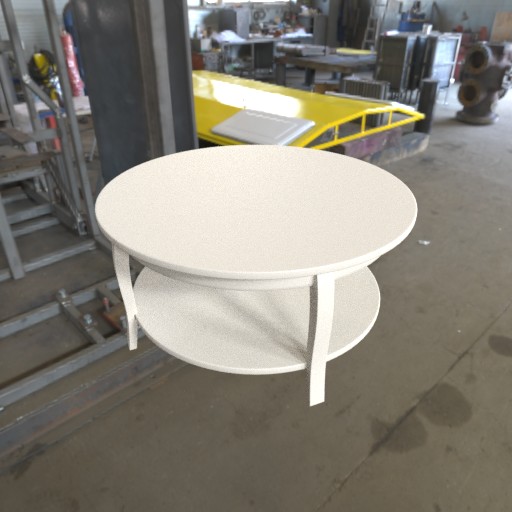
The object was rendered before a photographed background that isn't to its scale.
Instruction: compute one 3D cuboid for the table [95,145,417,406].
[{"bbox_3d":[0.000,0.000,1.426,0.910,0.457,0.910,0,30,0],"label":"table"}]
